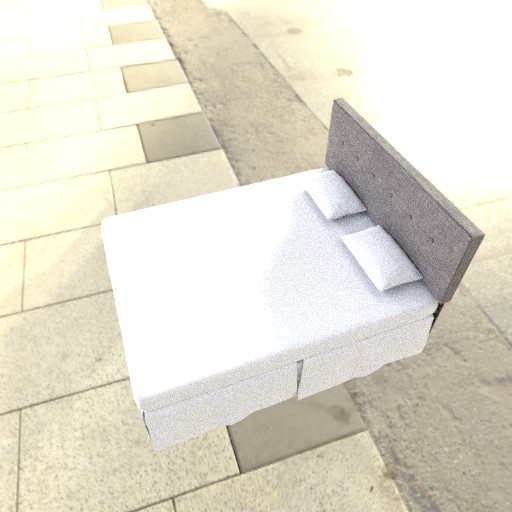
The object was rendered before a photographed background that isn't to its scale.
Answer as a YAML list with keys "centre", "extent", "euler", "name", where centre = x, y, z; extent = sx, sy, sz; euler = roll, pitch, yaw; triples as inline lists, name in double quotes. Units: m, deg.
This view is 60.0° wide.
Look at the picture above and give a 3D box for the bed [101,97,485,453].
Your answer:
- centre: [0.000, 0.000, 2.998]
  extent: [1.958, 1.168, 1.621]
  euler: [-15, 49, -14]
  name: "bed"
